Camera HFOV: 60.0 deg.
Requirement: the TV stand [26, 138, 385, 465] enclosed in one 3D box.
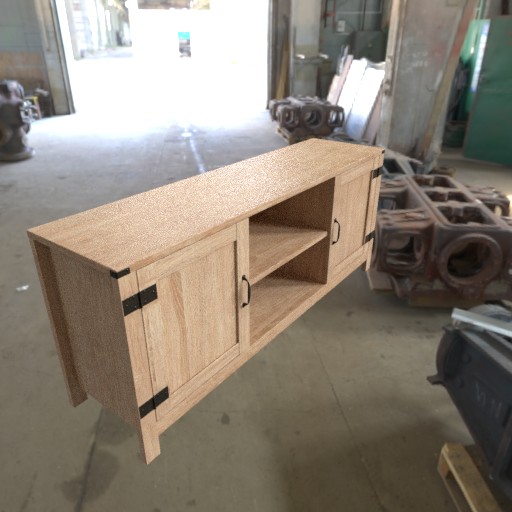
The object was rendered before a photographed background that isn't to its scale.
[{"bbox_3d":[0.000,0.000,1.706,0.398,0.610,1.466,19,32,33],"label":"TV stand"}]
